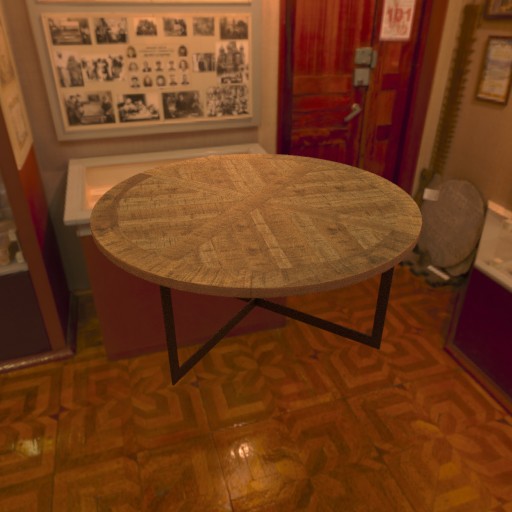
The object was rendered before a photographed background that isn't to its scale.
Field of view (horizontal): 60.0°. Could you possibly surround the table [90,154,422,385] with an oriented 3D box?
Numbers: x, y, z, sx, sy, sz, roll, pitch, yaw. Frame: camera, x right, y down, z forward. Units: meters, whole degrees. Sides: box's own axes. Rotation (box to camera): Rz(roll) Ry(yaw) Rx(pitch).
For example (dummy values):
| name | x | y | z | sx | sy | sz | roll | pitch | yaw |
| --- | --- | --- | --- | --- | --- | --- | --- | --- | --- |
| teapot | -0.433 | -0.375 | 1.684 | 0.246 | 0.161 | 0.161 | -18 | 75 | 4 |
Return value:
| name | x | y | z | sx | sy | sz | roll | pitch | yaw |
| --- | --- | --- | --- | --- | --- | --- | --- | --- | --- |
| table | 0.000 | 0.000 | 1.899 | 1.264 | 0.516 | 1.264 | 0 | 30 | 0 |
